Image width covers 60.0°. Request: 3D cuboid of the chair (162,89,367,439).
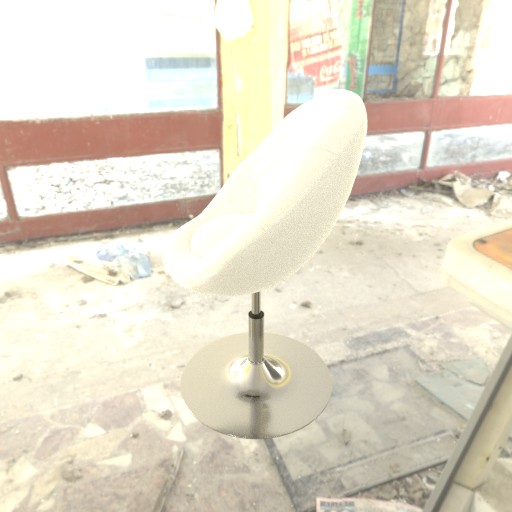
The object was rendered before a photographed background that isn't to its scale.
[{"bbox_3d":[0.000,0.000,1.789,0.736,1.261,0.940,0,25,0],"label":"chair"}]
